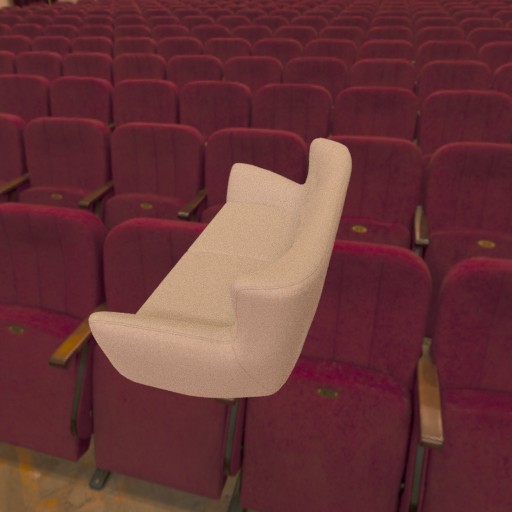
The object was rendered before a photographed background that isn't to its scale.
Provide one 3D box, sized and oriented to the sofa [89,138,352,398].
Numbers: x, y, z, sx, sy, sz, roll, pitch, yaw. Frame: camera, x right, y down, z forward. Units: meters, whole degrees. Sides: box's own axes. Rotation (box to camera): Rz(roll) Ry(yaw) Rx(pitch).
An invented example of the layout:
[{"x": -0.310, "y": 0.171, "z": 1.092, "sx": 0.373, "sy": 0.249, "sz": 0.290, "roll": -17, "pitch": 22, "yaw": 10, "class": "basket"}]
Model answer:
[{"x": 0.000, "y": 0.000, "z": 2.509, "sx": 0.899, "sy": 0.890, "sz": 1.930, "roll": 8, "pitch": 32, "yaw": 13, "class": "sofa"}]
